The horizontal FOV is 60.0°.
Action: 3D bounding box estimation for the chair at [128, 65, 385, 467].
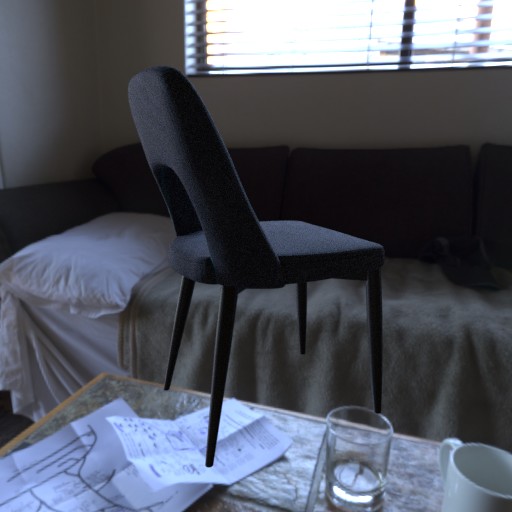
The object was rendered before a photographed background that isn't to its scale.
[{"bbox_3d":[0.000,0.000,1.239,0.612,0.931,0.470,-7,16,-25],"label":"chair"}]
